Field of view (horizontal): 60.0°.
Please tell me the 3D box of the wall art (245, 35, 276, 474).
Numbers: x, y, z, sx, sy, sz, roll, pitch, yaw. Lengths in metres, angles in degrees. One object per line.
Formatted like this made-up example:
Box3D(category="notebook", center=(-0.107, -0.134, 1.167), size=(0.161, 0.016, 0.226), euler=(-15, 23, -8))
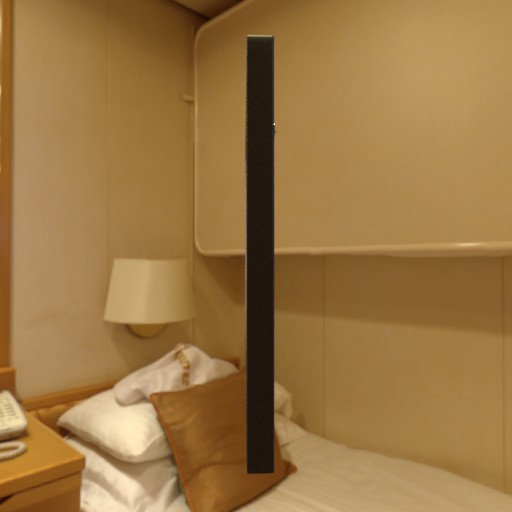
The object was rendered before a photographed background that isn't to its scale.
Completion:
Box3D(category="wall art", center=(0.000, 0.000, 0.917), size=(0.043, 0.611, 0.610), euler=(0, -1, -2))
